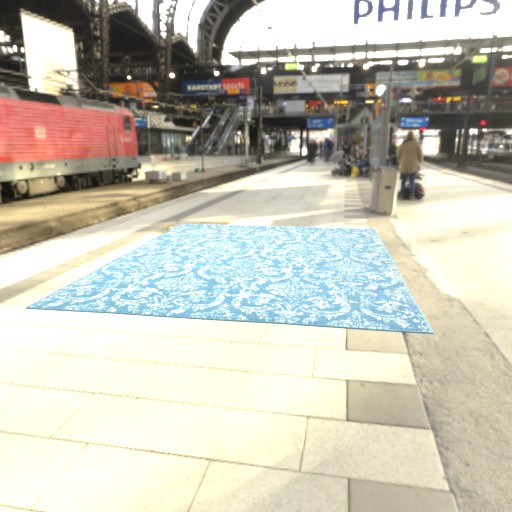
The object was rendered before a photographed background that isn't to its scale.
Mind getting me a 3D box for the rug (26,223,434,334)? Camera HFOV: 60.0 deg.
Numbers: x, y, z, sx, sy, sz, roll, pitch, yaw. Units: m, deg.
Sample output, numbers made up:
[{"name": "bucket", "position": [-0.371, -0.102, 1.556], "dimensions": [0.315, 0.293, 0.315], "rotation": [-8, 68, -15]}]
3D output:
[{"name": "rug", "position": [0.000, 0.000, 3.930], "dimensions": [2.363, 0.012, 2.980], "rotation": [2, 14, 9]}]
